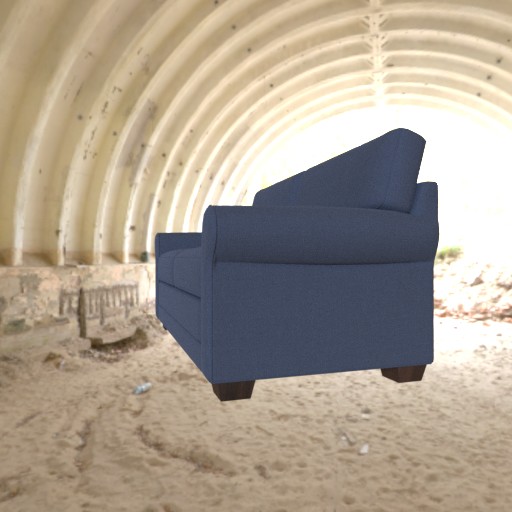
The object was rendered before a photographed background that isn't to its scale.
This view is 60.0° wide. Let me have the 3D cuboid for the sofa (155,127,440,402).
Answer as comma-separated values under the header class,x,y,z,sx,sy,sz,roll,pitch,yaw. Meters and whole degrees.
class,x,y,z,sx,sy,sz,roll,pitch,yaw
sofa,0.000,0.000,2.485,0.940,1.020,1.930,0,0,-18
